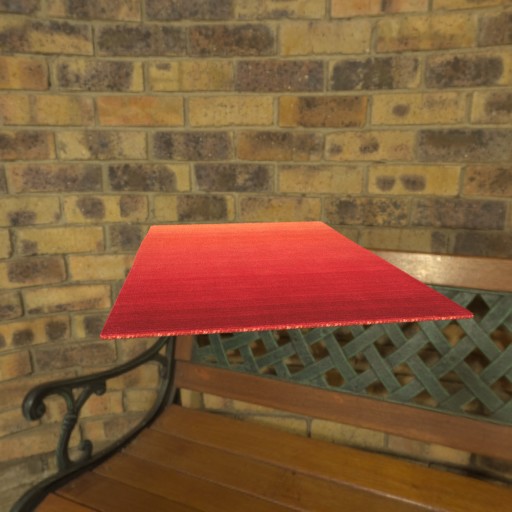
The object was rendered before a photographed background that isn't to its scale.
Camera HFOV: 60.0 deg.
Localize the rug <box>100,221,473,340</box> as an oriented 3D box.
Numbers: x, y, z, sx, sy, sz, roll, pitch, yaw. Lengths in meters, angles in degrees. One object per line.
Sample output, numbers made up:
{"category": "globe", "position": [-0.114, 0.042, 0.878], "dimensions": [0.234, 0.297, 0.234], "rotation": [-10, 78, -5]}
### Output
{"category": "rug", "position": [0.000, 0.000, 2.284], "dimensions": [1.230, 0.018, 1.835], "rotation": [-2, 14, -8]}
